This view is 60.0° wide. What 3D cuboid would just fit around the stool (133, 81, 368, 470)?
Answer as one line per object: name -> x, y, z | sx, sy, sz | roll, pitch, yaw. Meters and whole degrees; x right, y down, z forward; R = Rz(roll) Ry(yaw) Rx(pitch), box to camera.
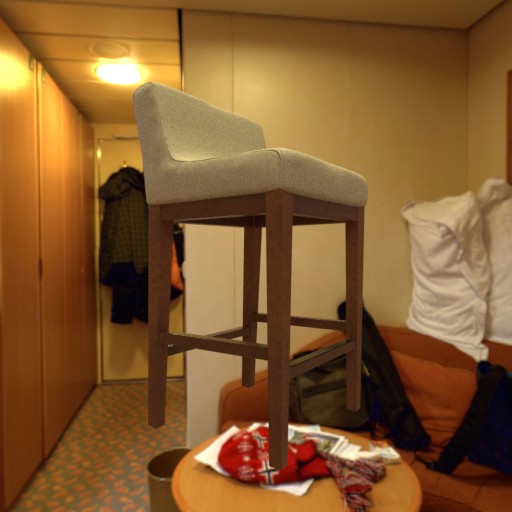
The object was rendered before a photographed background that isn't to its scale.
stool -> 0.000, 0.000, 1.276 | 0.500, 0.937, 0.511 | 1, 1, 35
